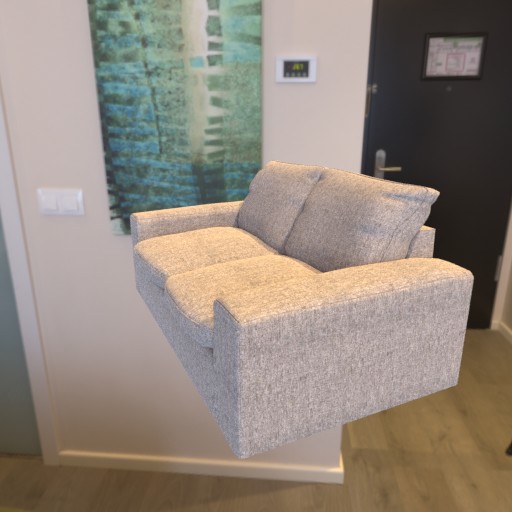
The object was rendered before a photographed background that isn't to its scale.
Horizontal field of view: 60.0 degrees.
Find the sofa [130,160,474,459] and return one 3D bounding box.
[{"bbox_3d":[0.000,0.000,2.320,1.094,0.877,1.758,-8,19,-24],"label":"sofa"}]
